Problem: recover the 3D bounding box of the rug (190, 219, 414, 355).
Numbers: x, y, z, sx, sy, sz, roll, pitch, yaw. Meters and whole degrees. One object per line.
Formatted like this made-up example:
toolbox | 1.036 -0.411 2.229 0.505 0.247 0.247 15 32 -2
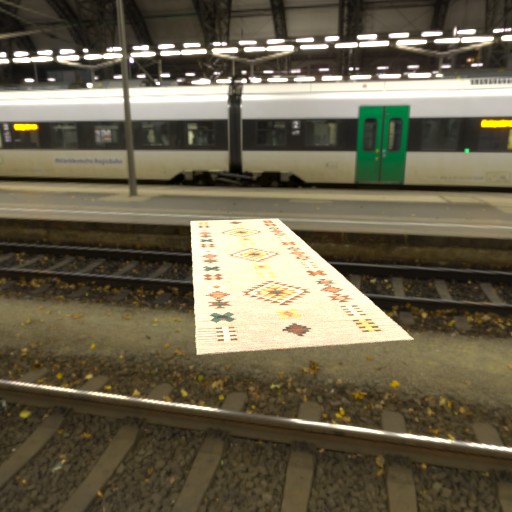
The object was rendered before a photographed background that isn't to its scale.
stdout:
rug | 0.000 0.000 2.673 0.766 0.008 2.432 -2 15 -8
